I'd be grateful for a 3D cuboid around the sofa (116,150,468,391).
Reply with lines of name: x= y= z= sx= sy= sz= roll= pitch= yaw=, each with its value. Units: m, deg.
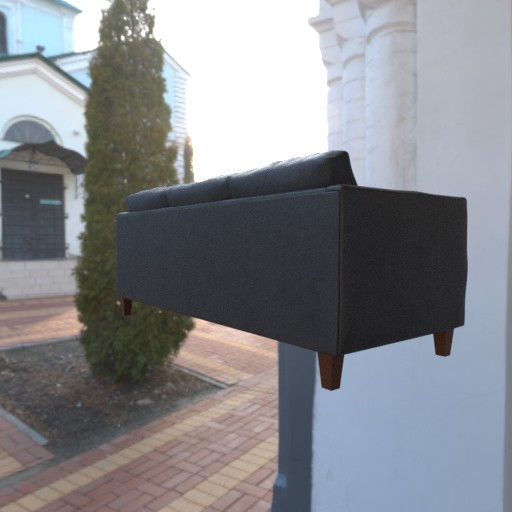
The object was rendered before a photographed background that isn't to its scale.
sofa: x=0.000 y=0.000 z=2.987 sx=1.045 sy=1.006 sz=2.464 roll=-2 pitch=3 yaw=-37
